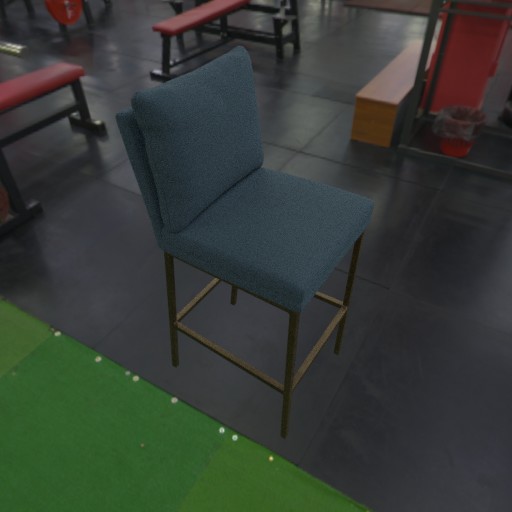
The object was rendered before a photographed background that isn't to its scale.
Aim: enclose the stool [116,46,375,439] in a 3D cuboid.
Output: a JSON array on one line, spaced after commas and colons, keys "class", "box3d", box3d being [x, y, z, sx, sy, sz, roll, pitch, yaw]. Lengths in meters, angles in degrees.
[{"class": "stool", "box3d": [0.000, 0.000, 1.429, 0.568, 1.124, 0.463, 24, 47, 24]}]
